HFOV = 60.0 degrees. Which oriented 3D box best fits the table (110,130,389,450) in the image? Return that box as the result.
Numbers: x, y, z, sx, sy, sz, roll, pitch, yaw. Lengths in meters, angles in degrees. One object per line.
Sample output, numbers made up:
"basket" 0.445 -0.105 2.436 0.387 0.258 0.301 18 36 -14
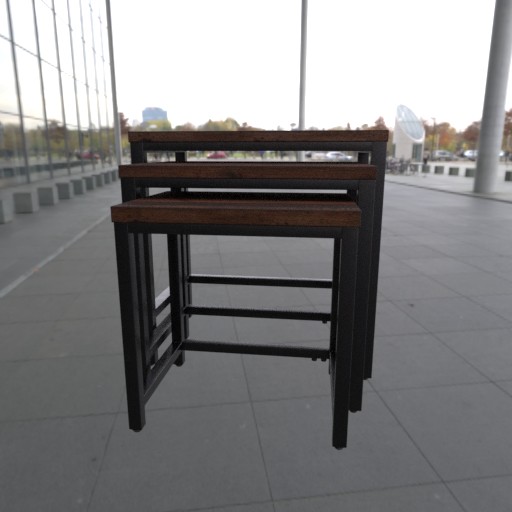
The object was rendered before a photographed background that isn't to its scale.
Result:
"table" 0.000 0.000 1.138 0.608 0.616 0.660 2 14 7
